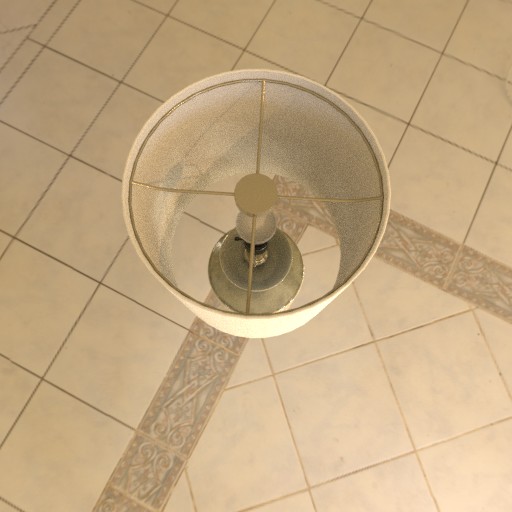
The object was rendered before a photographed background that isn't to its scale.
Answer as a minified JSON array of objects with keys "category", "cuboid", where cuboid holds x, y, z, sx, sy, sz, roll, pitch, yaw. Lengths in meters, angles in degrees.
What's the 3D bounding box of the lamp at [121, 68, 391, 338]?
[{"category":"lamp","cuboid":[0.000,0.000,0.568,0.211,0.455,0.211,17,76,4]}]
